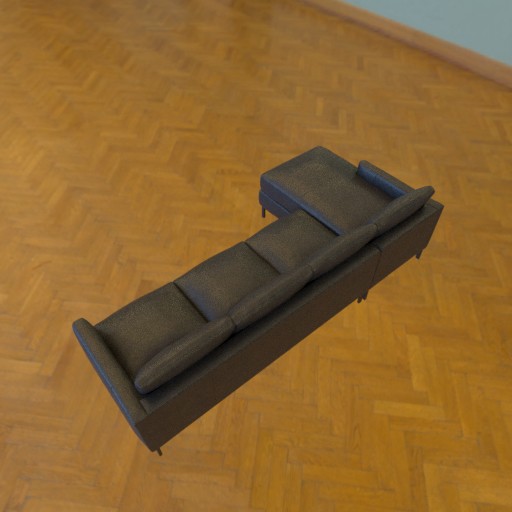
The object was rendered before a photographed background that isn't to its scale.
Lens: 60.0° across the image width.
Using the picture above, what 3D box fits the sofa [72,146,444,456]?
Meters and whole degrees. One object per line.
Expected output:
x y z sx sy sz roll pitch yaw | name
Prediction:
0.000 0.000 3.683 2.993 0.859 1.471 -31 55 -25 | sofa
